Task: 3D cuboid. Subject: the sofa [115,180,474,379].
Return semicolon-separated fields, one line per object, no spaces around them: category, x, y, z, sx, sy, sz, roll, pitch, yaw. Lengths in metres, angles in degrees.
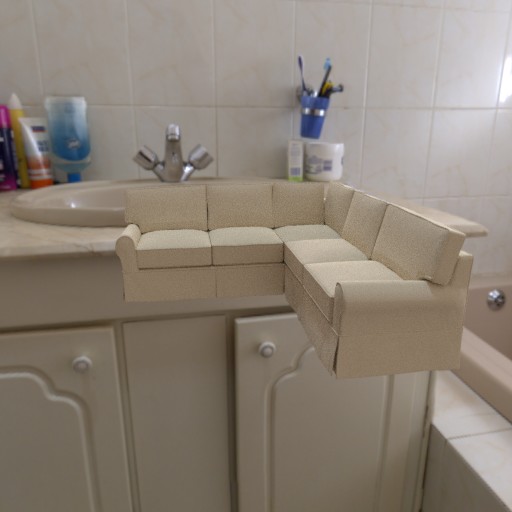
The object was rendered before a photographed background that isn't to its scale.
sofa;0.000;0.000;4.045;2.591;1.070;2.597;-3;17;-8
